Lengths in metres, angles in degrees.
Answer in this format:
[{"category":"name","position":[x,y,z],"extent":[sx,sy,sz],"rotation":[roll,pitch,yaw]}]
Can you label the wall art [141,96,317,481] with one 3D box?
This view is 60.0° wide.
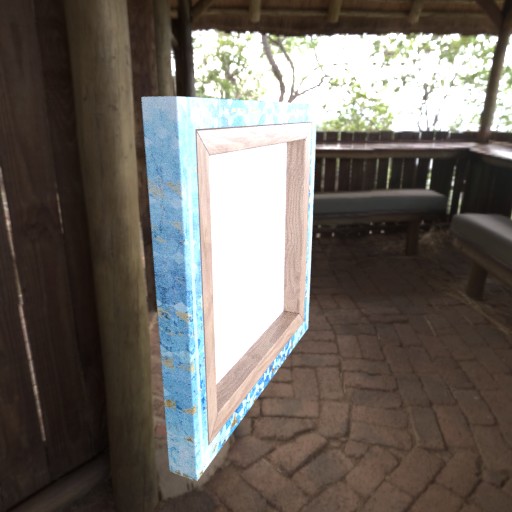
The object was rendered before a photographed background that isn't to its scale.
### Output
[{"category":"wall art","position":[0.000,0.000,0.615],"extent":[0.037,0.405,0.405],"rotation":[8,20,23]}]
